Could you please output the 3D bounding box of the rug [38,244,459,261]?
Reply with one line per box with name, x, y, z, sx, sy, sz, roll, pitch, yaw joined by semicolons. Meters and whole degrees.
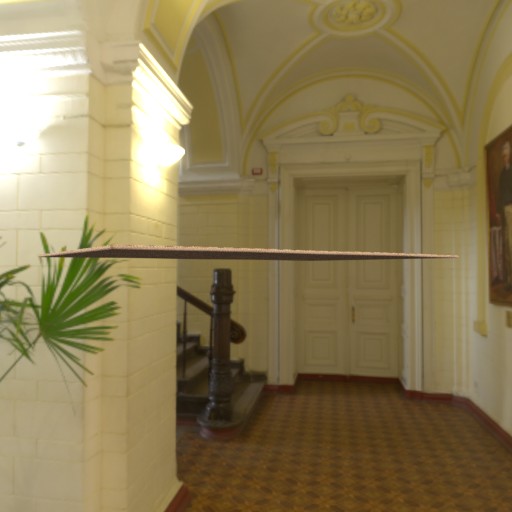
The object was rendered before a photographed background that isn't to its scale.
rug;0.000;0.000;3.030;2.464;0.023;1.521;1;-2;-36
